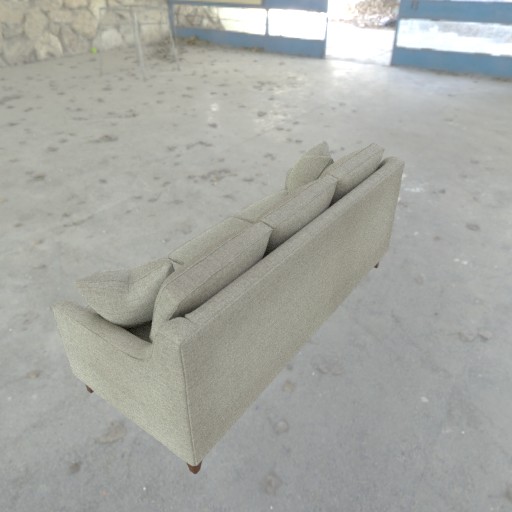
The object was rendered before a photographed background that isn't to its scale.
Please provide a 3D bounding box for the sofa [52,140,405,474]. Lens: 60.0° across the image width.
[{"bbox_3d":[0.000,0.000,2.493,0.865,0.914,2.031,22,39,30],"label":"sofa"}]
